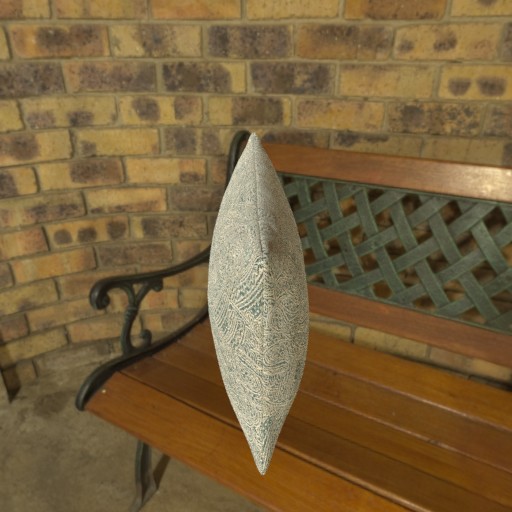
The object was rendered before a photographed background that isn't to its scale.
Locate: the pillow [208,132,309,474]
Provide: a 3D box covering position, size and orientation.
[{"bbox_3d":[0.000,0.000,0.740,0.151,0.295,0.615,0,26,-1],"label":"pillow"}]
